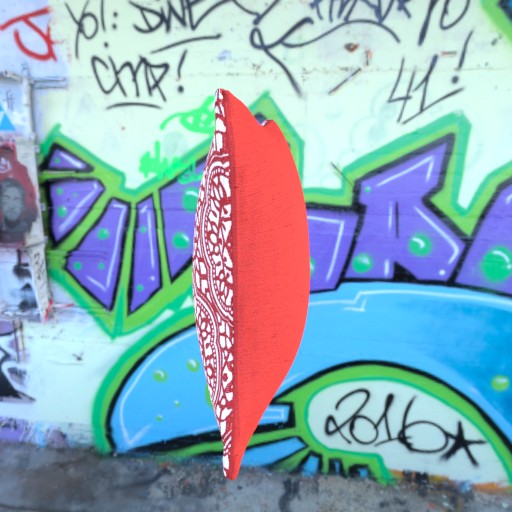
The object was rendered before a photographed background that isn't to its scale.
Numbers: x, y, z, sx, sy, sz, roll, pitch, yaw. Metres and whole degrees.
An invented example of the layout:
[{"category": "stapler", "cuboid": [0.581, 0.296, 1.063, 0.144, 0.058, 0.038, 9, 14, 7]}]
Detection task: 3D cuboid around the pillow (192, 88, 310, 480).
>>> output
[{"category": "pillow", "cuboid": [0.000, 0.000, 0.660, 0.162, 0.419, 0.438, 2, 14, 8]}]
